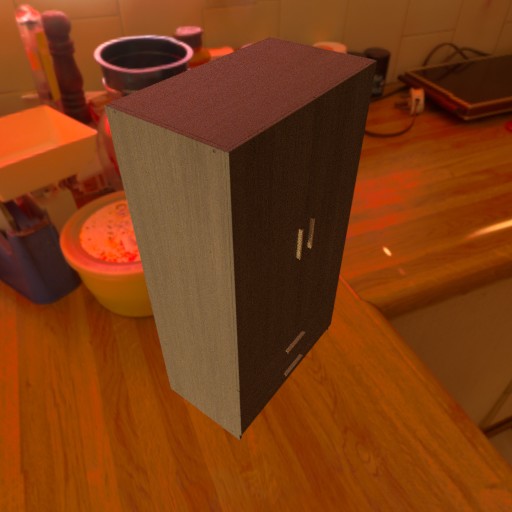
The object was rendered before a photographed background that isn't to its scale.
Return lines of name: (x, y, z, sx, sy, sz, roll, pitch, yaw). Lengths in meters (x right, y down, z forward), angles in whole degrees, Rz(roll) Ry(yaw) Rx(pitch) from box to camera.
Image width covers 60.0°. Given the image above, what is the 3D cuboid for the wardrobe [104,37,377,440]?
wardrobe: (0.000, 0.000, 2.308, 0.577, 1.808, 0.991, 27, 48, 27)
